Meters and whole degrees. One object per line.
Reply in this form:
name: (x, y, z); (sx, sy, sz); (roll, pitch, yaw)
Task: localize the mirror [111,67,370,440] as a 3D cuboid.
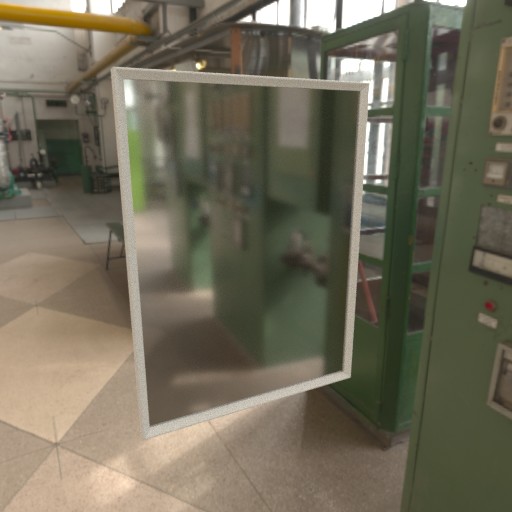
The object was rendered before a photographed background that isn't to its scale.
mirror: (0.000, 0.000, 1.346); (0.762, 1.016, 0.041); (-8, 17, -26)
